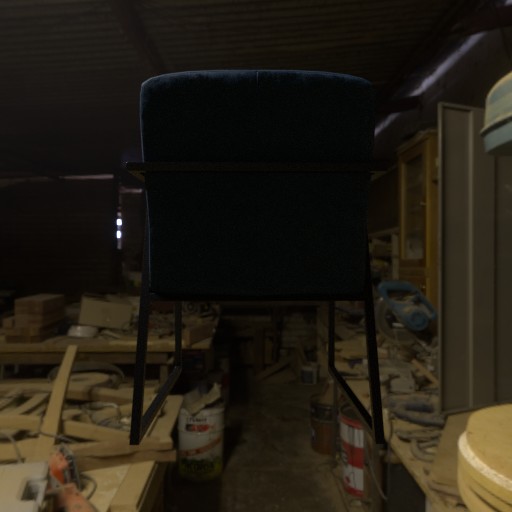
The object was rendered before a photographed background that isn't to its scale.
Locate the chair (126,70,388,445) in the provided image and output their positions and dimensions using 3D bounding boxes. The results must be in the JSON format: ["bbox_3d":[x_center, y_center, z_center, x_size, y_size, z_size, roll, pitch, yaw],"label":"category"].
[{"bbox_3d":[0.000,0.000,1.290,0.571,0.833,0.677,0,0,0],"label":"chair"}]
